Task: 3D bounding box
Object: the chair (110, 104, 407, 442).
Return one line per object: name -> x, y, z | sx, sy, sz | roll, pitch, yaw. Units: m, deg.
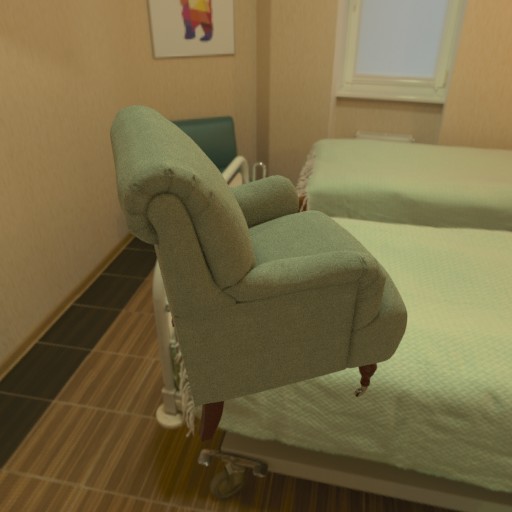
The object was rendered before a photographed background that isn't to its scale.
chair -> 0.000, 0.000, 1.951 | 1.060, 1.178, 0.964 | -9, 31, -15
